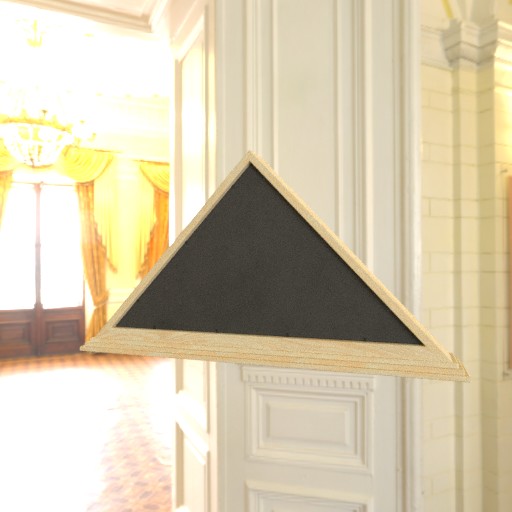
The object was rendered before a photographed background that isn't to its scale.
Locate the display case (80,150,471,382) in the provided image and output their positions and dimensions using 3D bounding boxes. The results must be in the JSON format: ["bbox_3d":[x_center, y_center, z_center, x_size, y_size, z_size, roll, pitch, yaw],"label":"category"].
[{"bbox_3d":[0.000,0.000,0.742,0.640,0.340,0.095,0,0,19],"label":"display case"}]
